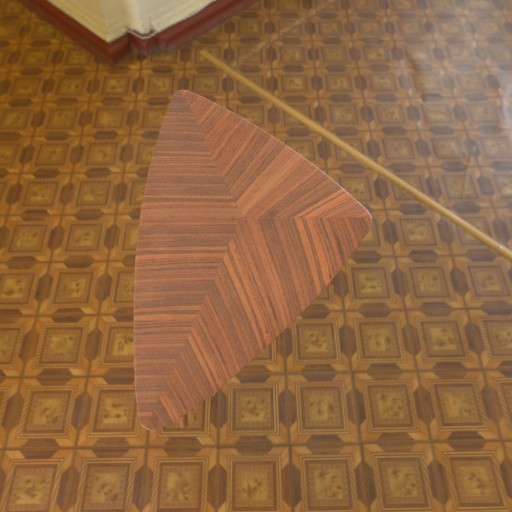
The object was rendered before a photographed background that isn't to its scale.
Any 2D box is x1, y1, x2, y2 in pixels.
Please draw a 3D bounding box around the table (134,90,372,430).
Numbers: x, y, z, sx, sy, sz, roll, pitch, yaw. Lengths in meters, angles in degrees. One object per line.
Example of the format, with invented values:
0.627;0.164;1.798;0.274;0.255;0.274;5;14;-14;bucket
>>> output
0.000;0.000;1.300;0.601;0.365;1.008;-1;60;-1;table
